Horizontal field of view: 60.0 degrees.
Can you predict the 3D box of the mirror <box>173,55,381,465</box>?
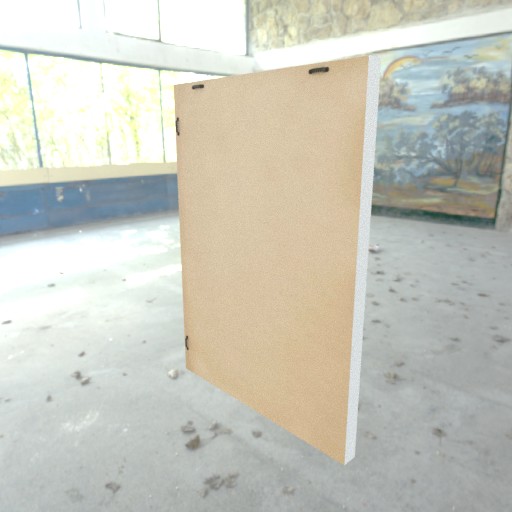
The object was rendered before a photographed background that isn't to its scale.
[{"bbox_3d":[0.000,0.000,0.925,0.039,0.710,0.507,-14,20,-42],"label":"mirror"}]
